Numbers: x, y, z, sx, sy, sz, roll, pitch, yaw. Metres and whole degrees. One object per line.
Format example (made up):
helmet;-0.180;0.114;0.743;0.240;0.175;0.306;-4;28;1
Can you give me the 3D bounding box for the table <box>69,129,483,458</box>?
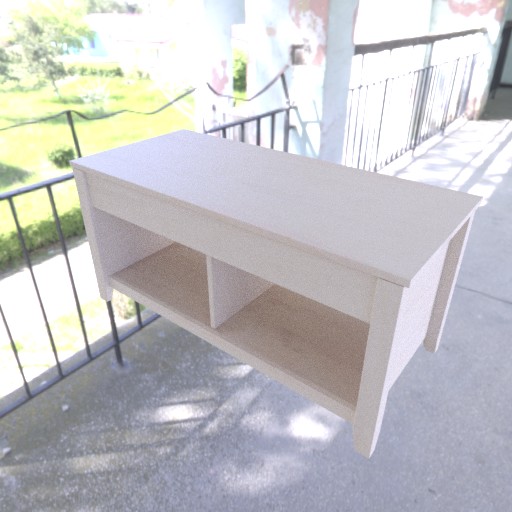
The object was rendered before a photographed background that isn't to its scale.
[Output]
table;0.000;0.000;1.289;1.016;0.483;0.457;22;37;32
